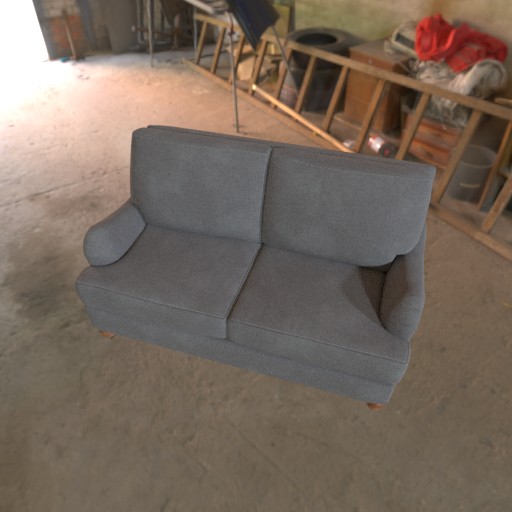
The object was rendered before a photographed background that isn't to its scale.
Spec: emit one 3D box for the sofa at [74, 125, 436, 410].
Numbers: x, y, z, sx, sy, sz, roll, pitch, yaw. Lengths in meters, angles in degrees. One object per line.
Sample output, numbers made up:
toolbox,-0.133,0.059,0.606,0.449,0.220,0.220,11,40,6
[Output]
sofa,0.000,0.000,2.601,1.853,1.101,1.084,12,43,13
